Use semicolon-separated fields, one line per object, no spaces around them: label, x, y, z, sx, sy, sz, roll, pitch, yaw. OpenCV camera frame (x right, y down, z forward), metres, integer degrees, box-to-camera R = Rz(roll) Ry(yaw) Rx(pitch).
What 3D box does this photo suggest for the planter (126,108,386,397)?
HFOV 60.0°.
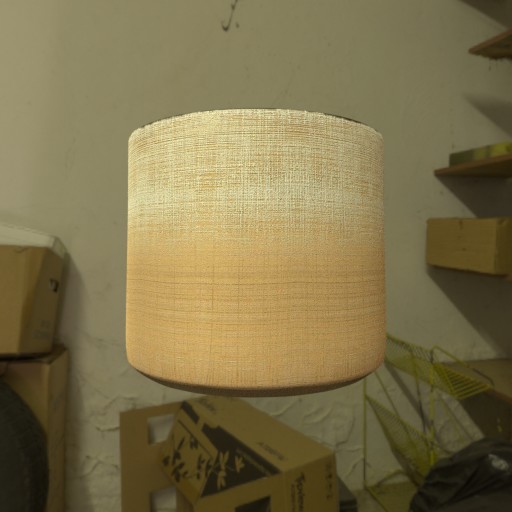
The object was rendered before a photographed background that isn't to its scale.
planter;0.000;0.000;0.450;0.254;0.221;0.254;0;0;0
